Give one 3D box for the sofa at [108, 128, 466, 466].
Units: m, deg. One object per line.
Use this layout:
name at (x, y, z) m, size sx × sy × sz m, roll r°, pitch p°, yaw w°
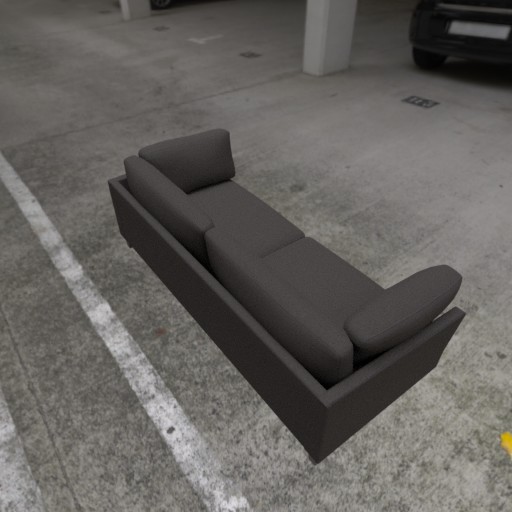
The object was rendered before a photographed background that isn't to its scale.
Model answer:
sofa at (0.000, 0.000, 2.820) m, size 0.969 × 0.792 × 2.312 m, roll -26°, pitch 47°, yaw -27°
